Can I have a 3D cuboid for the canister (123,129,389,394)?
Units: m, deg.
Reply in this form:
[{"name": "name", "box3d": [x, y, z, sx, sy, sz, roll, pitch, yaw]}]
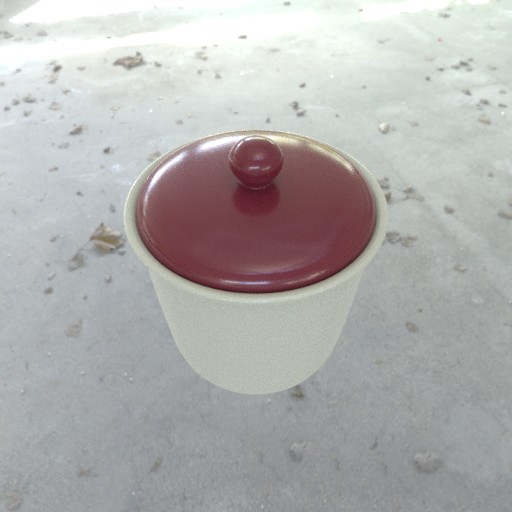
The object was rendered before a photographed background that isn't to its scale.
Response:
[{"name": "canister", "box3d": [0.000, 0.000, 0.352, 0.182, 0.208, 0.182, 0, 47, 0]}]
